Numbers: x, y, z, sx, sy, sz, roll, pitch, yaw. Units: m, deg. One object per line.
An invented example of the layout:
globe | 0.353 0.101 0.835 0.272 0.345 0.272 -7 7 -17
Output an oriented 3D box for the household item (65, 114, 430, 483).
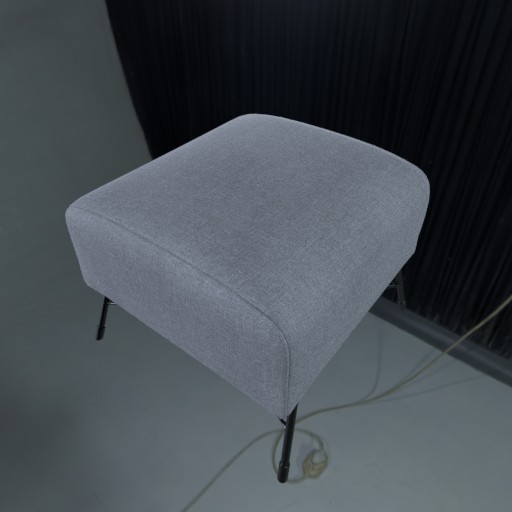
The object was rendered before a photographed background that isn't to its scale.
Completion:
household item | 0.000 0.000 0.916 0.530 0.410 0.530 27 47 28
